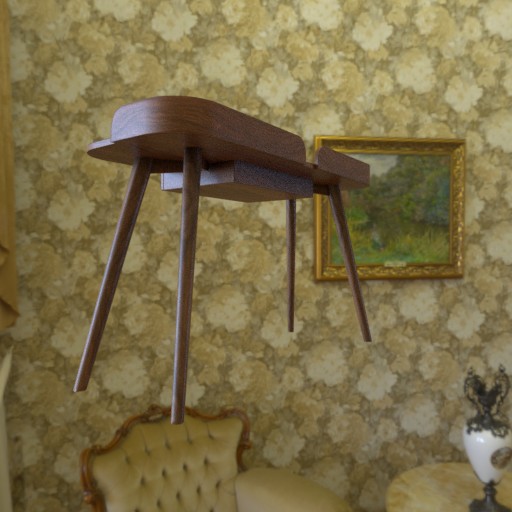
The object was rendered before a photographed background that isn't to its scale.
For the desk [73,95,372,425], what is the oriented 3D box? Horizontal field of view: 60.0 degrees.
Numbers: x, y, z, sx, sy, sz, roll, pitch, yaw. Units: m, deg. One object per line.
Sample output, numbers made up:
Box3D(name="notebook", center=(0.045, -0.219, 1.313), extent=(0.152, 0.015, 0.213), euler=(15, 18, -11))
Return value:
Box3D(name="desk", center=(0.000, 0.000, 1.689), extent=(0.486, 0.800, 1.256), euler=(0, 1, 36))
